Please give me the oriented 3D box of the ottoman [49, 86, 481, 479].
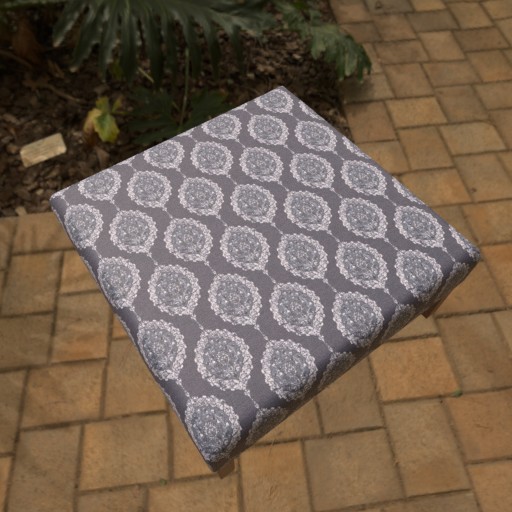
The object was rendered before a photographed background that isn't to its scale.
[{"bbox_3d":[0.000,0.000,1.381,0.889,0.409,0.890,-31,63,-19],"label":"ottoman"}]
